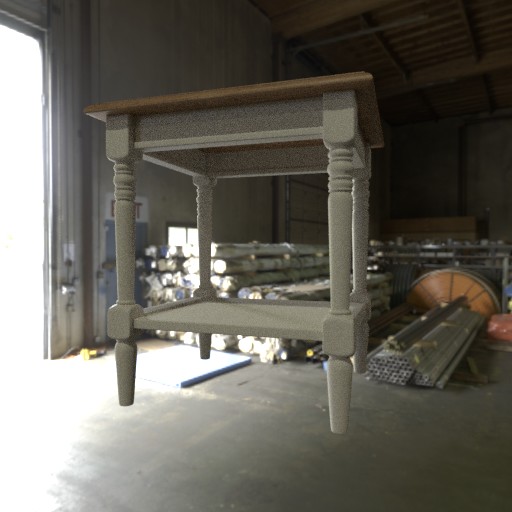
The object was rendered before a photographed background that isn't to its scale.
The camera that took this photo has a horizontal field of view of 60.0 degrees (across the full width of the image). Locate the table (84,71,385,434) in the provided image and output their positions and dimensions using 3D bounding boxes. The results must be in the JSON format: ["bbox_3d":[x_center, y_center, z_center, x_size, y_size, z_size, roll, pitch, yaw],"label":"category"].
[{"bbox_3d":[0.000,0.000,0.947,0.508,0.561,0.457,0,1,18],"label":"table"}]
